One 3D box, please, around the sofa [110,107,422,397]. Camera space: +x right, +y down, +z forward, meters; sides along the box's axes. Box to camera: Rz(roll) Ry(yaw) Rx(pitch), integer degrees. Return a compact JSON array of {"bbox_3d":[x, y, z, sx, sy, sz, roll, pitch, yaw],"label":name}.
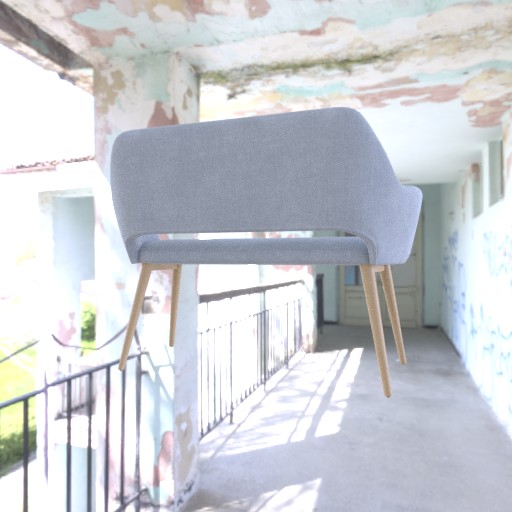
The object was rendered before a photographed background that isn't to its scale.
[{"bbox_3d":[0.000,0.000,1.631,1.150,0.840,0.610,0,0,19],"label":"sofa"}]
